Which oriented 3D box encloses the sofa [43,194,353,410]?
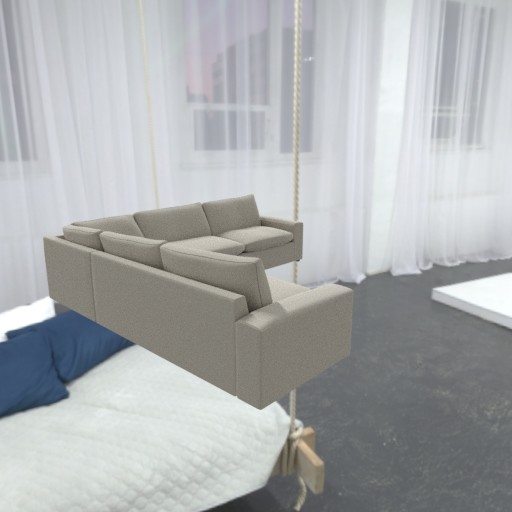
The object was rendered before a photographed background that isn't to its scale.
[{"bbox_3d":[0.000,0.000,4.756,3.066,0.918,3.206,13,19,41],"label":"sofa"}]
